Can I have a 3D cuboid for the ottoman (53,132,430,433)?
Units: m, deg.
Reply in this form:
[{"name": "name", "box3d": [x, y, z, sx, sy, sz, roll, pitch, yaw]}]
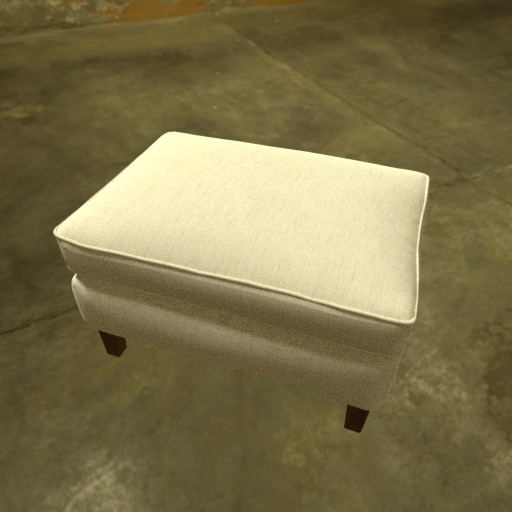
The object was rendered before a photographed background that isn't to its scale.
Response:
[{"name": "ottoman", "box3d": [0.000, 0.000, 0.982, 0.665, 0.406, 0.501, 13, 42, 15]}]
